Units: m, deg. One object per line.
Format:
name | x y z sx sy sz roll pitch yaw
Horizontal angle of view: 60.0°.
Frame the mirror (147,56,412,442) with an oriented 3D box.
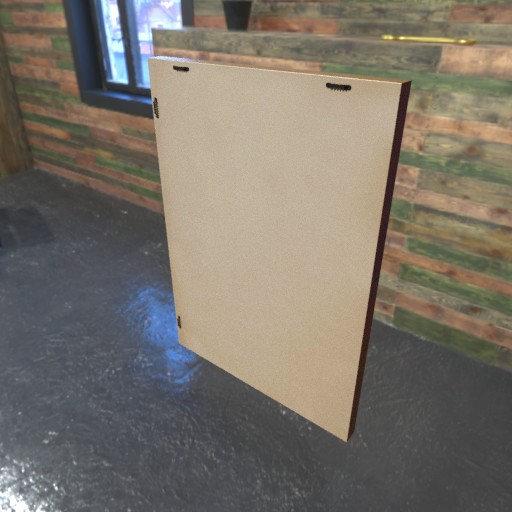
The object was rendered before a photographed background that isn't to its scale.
mirror | 0.000 0.000 0.900 0.508 0.711 0.039 21 36 32
